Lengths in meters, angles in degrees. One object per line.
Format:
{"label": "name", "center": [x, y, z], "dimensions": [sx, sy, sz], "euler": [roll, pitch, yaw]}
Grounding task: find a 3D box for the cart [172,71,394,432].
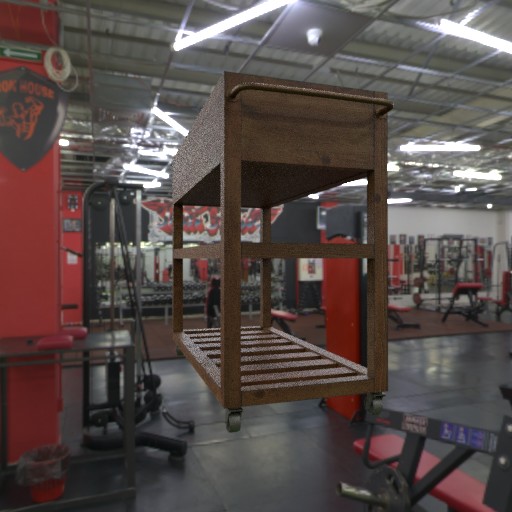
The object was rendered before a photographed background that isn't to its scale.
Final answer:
{"label": "cart", "center": [0.000, 0.000, 1.501], "dimensions": [0.445, 0.830, 1.065], "euler": [0, 0, -18]}
